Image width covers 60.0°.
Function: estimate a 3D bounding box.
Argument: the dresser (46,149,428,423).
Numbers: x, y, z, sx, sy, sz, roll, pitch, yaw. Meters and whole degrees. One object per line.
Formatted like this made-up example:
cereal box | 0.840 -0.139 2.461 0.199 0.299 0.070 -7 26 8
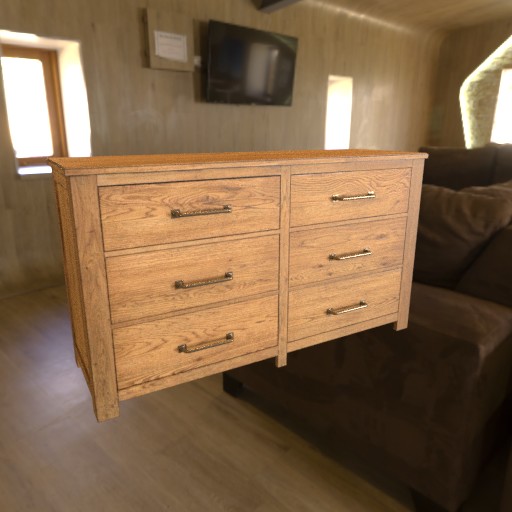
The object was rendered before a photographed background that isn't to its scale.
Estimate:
dresser | 0.000 0.000 2.101 1.657 0.932 0.563 -9 18 -29
